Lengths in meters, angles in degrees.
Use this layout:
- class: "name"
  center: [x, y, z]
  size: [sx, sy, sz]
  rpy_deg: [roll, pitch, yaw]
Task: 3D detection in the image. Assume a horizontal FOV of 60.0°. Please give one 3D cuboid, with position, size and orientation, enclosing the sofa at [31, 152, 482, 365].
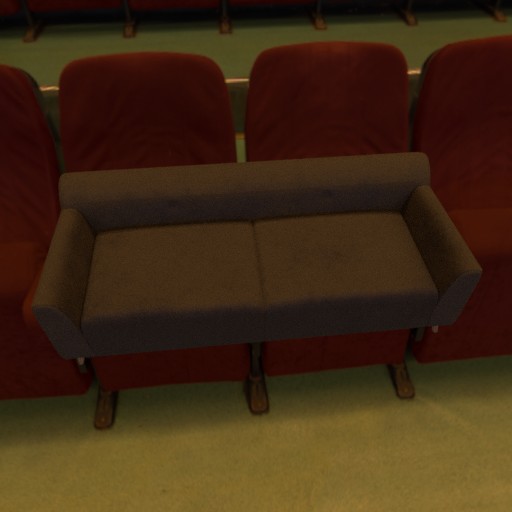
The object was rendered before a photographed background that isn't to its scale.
- class: "sofa"
  center: [0.000, 0.000, 2.575]
  size: [2.190, 0.740, 0.900]
  rpy_deg: [-4, 46, -4]
